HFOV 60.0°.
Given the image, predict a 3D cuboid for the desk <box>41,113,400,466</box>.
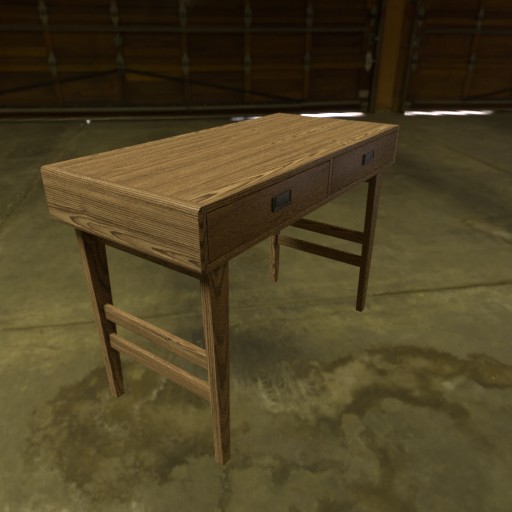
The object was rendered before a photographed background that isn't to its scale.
[{"bbox_3d":[0.000,0.000,1.481,0.508,0.755,1.067,17,31,31],"label":"desk"}]
